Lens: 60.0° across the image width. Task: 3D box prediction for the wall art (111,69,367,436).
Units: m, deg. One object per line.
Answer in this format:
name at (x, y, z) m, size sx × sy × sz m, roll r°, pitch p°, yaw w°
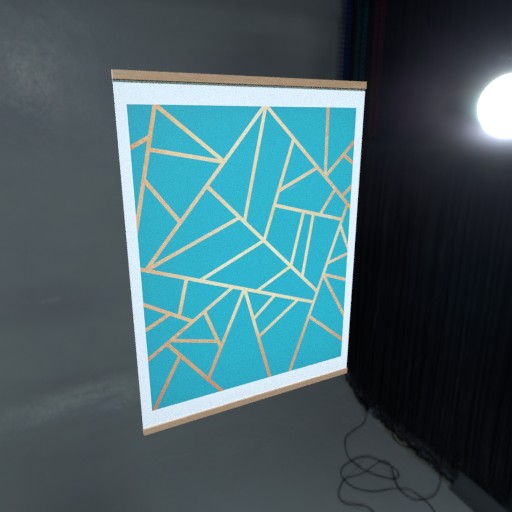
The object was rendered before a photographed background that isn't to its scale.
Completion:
wall art at (0.000, 0.000, 1.350) m, size 0.758 × 1.016 × 0.013 m, roll -9°, pitch 19°, yaw -26°
